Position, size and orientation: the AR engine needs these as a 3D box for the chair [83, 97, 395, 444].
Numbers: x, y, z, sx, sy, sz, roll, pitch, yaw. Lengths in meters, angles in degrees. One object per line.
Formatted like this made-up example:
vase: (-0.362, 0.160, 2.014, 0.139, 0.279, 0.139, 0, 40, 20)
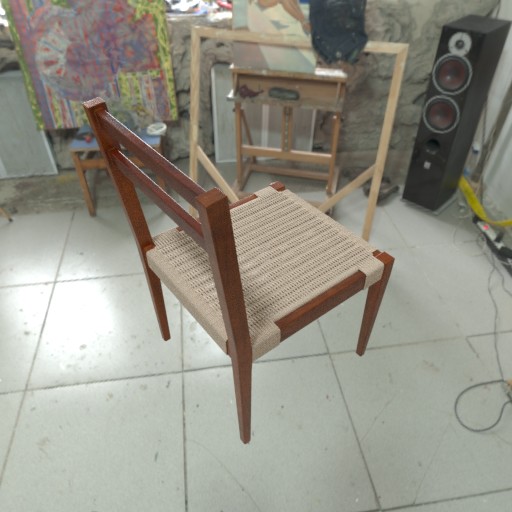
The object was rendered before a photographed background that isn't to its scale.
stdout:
chair: (0.000, 0.000, 1.218, 0.569, 0.851, 0.495, -27, 48, -27)
